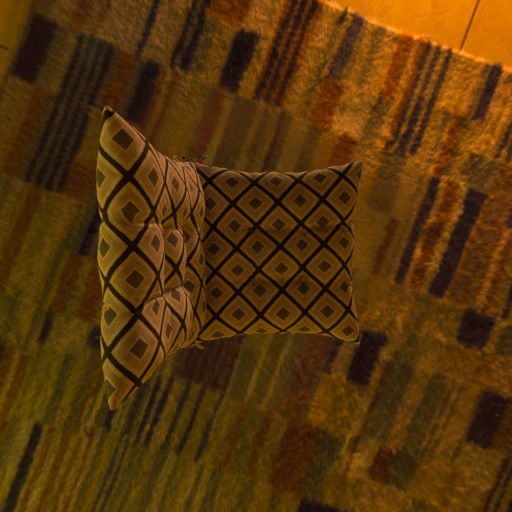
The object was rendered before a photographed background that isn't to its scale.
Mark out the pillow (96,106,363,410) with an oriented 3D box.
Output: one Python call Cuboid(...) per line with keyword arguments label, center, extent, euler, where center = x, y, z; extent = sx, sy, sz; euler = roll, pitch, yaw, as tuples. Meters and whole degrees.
Cuboid(label="pillow", center=(0.000, 0.000, 0.994), extent=(0.585, 0.536, 0.541), euler=(0, 92, -1))
